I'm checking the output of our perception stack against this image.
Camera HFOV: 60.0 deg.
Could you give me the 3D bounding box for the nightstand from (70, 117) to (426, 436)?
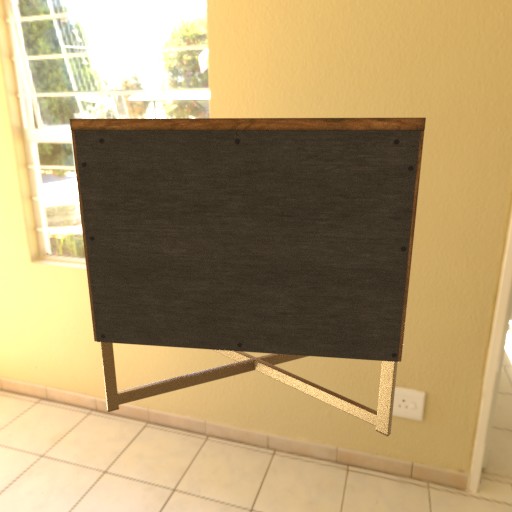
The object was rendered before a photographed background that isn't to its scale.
[{"bbox_3d":[0.000,0.000,1.043,0.610,0.610,0.446,2,16,8],"label":"nightstand"}]
